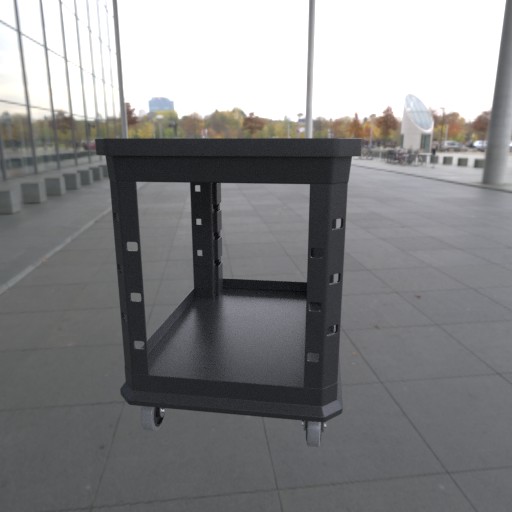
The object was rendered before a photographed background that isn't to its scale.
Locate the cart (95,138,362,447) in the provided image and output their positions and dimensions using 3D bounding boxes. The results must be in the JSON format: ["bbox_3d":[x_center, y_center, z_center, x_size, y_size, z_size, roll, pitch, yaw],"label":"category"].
[{"bbox_3d":[0.000,0.000,1.735,0.674,0.884,1.239,2,15,8],"label":"cart"}]
